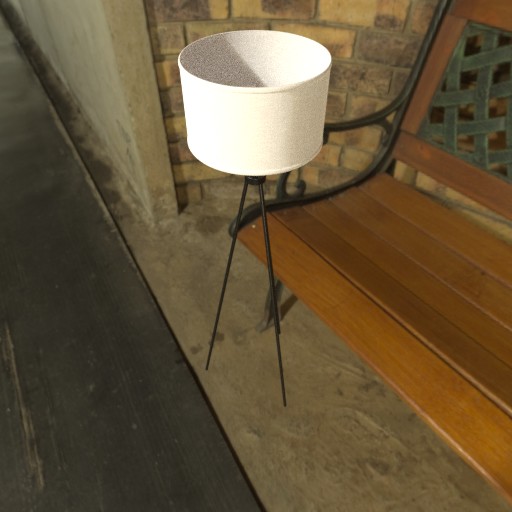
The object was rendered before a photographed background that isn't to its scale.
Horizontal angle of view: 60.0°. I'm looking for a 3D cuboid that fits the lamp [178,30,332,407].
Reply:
[{"bbox_3d":[0.000,0.000,1.739,0.448,1.545,0.458,16,47,16],"label":"lamp"}]
